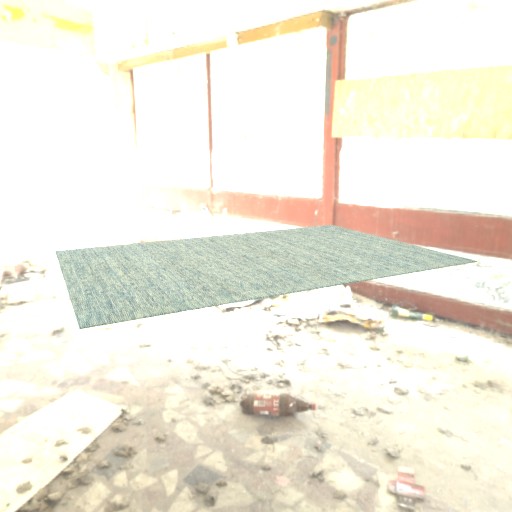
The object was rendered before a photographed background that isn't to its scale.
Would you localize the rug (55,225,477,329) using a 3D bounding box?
[{"bbox_3d":[0.000,0.000,2.186,1.752,0.006,1.142,-7,15,-26],"label":"rug"}]
